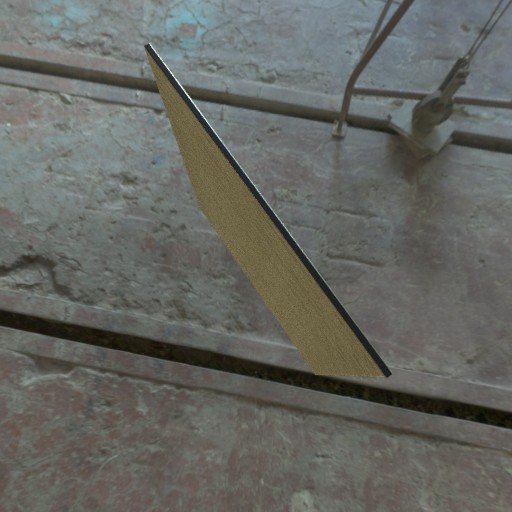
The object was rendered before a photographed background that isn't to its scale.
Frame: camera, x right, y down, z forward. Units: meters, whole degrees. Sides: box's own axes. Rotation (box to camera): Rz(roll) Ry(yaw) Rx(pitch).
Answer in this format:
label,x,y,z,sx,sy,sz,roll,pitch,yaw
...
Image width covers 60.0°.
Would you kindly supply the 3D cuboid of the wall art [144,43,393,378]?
label,x,y,z,sx,sy,sz,roll,pitch,yaw
wall art,0.000,0.000,0.771,0.009,0.559,0.483,-33,78,-8
